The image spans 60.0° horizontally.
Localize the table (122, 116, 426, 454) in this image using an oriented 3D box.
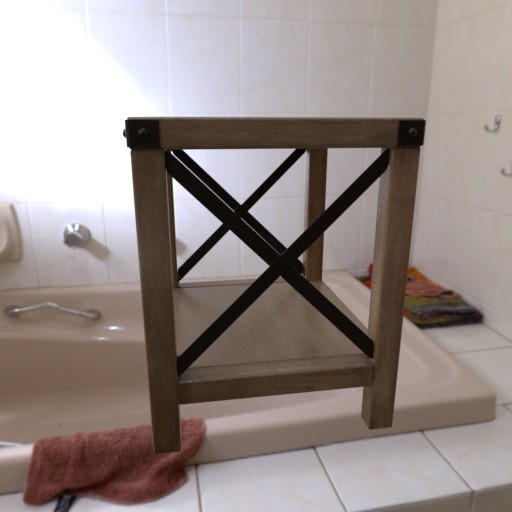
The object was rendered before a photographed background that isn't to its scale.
[{"bbox_3d":[0.000,0.000,0.951,0.459,0.561,0.510,-3,17,-9],"label":"table"}]
